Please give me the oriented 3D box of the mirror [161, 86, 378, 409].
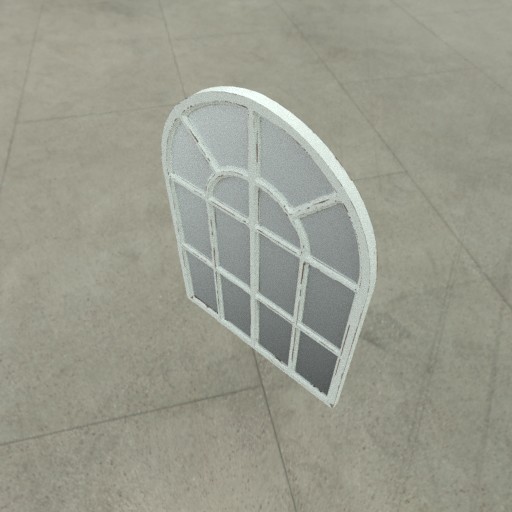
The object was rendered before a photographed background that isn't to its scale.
[{"bbox_3d":[0.000,0.000,1.195,0.660,0.920,0.032,33,56,26],"label":"mirror"}]
